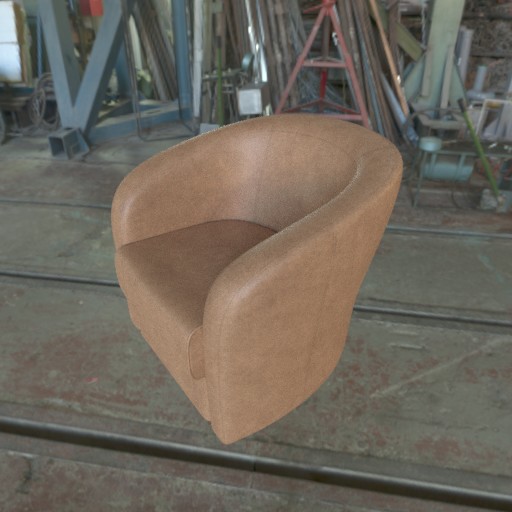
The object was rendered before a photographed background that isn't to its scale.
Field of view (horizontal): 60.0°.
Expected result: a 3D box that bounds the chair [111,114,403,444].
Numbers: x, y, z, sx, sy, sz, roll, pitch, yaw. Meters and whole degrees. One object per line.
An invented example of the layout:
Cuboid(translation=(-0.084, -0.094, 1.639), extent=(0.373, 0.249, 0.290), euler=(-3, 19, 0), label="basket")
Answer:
Cuboid(translation=(0.000, 0.000, 1.476), extent=(0.815, 0.771, 0.791), euler=(-21, 37, -30), label="chair")
